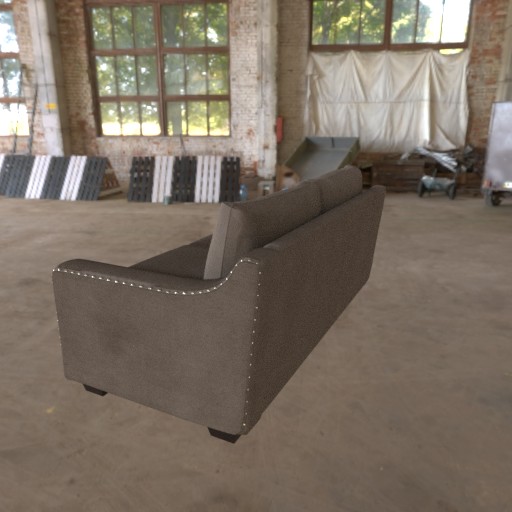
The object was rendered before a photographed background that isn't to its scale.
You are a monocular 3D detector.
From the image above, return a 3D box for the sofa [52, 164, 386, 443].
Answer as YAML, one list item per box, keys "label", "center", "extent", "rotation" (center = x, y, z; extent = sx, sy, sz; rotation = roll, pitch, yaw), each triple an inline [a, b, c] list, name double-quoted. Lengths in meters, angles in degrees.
- label: "sofa"
  center: [0.000, 0.000, 3.283]
  extent: [1.336, 1.196, 2.550]
  rotation: [8, 19, 26]
